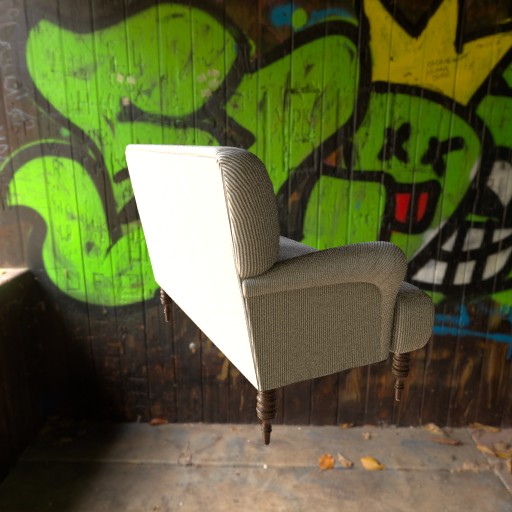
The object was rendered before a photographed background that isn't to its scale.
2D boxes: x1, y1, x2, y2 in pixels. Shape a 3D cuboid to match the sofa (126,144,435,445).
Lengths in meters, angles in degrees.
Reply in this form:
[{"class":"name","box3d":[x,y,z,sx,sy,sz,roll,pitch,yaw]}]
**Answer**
[{"class":"sofa","box3d":[0.000,0.000,1.821,0.779,0.889,1.297,-7,16,-26]}]
